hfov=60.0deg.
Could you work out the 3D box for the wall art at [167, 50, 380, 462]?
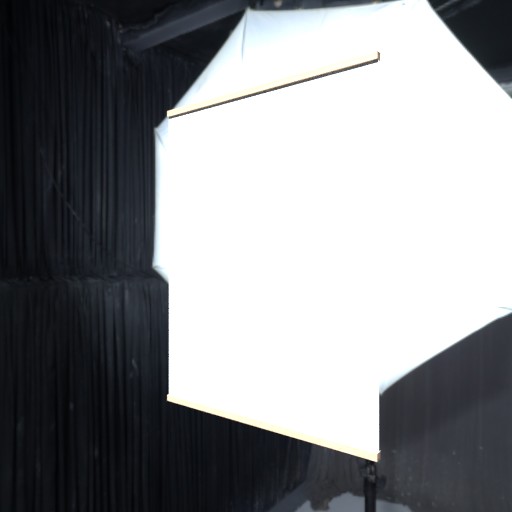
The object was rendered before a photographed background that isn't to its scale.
[{"bbox_3d":[0.000,0.000,0.798,0.459,0.608,0.012,0,0,37],"label":"wall art"}]
